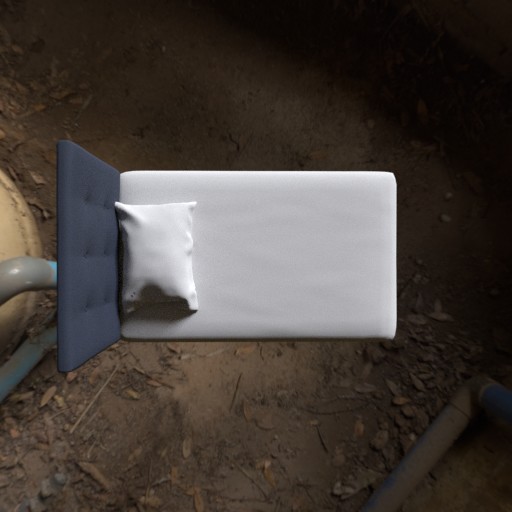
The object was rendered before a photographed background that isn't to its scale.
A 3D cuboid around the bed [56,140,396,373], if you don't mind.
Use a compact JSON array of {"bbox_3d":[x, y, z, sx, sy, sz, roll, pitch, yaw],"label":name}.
[{"bbox_3d":[0.000,0.000,2.942,1.997,1.571,1.261,0,90,-1],"label":"bed"}]
